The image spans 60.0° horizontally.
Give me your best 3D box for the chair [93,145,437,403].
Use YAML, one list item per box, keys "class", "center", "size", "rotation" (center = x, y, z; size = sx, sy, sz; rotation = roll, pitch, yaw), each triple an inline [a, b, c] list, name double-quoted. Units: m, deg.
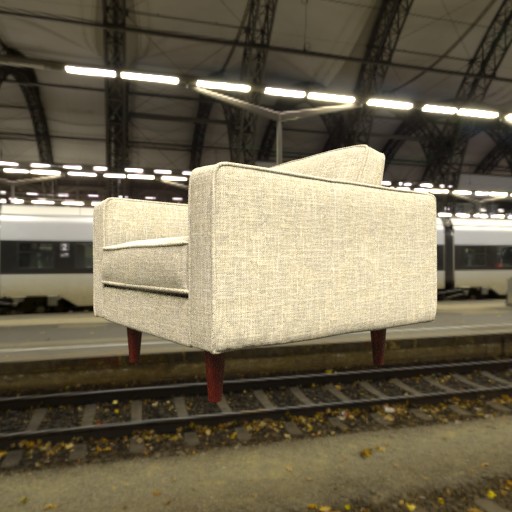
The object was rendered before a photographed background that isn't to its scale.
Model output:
- class: "chair"
  center: [0.000, 0.000, 1.582]
  size: [0.914, 0.765, 0.889]
  rotation: [0, -1, -37]
